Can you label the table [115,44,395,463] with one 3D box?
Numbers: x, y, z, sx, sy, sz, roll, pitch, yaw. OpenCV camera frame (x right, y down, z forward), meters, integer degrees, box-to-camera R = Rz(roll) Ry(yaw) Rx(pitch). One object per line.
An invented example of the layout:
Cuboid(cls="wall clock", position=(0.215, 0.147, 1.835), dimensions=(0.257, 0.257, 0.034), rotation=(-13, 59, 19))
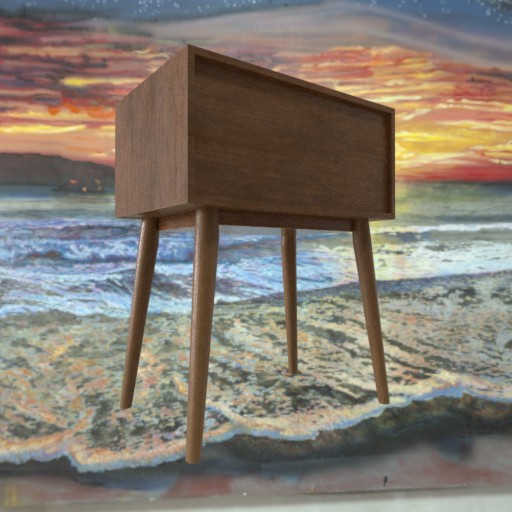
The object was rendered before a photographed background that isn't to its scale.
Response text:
Cuboid(cls="table", position=(0.000, 0.000, 0.864), dimensions=(0.454, 0.580, 0.307), rotation=(0, 0, -36))
